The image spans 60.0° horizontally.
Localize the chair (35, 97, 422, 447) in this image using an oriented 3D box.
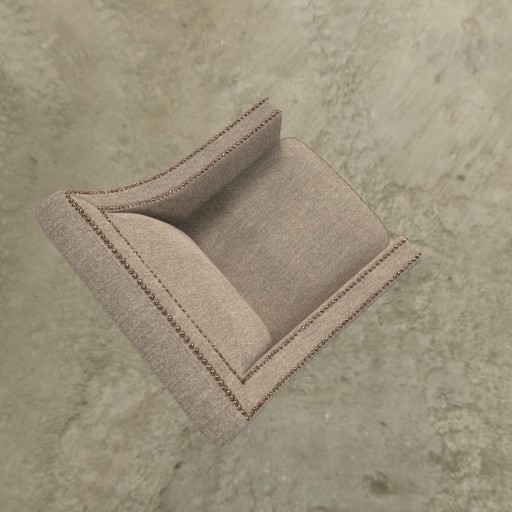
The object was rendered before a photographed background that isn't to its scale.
[{"bbox_3d":[0.000,0.000,1.588,0.884,0.967,0.776,-40,79,-9],"label":"chair"}]
